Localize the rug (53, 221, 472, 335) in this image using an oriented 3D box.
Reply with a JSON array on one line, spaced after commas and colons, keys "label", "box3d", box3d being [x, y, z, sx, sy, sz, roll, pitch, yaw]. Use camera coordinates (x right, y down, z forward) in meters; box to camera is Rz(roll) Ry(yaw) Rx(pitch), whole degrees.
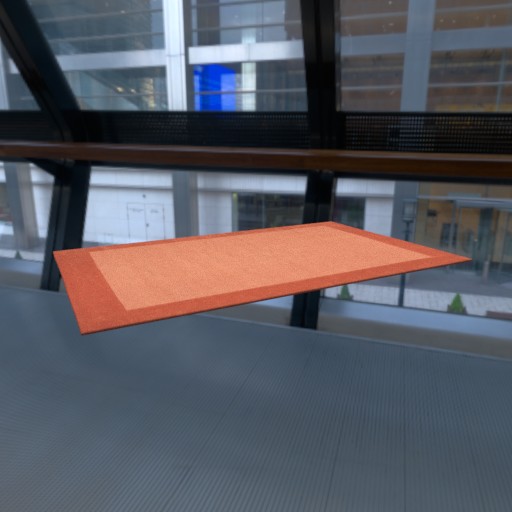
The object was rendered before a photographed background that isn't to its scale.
[{"label": "rug", "box3d": [0.000, 0.000, 3.027, 2.438, 0.014, 1.524, -8, 17, -27]}]
